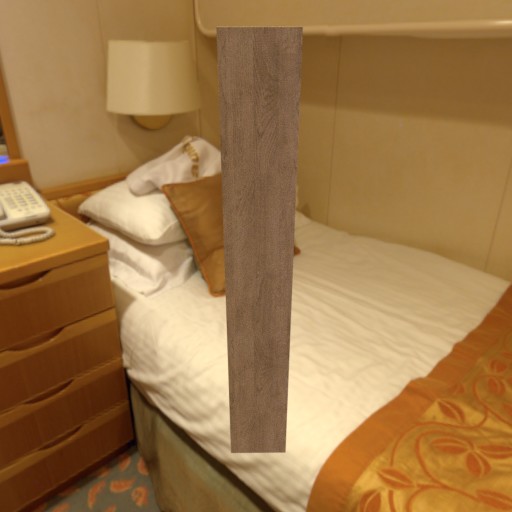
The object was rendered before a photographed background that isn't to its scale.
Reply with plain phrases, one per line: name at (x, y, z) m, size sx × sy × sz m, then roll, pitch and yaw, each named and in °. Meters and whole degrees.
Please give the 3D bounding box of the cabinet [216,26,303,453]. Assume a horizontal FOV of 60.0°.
cabinet at (0.000, 0.000, 1.790) m, size 0.250 × 1.630 × 0.520 m, roll 0°, pitch 26°, yaw 0°
